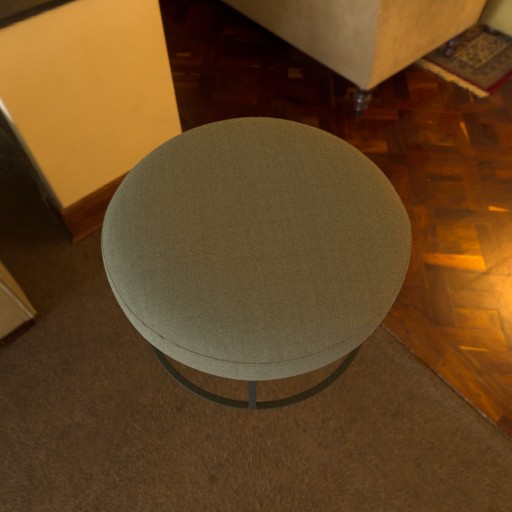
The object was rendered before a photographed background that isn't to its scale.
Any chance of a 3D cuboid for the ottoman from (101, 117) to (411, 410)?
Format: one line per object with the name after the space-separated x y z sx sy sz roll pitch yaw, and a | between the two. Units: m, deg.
0.000 0.000 1.249 0.772 0.460 0.772 0 57 0 | ottoman
